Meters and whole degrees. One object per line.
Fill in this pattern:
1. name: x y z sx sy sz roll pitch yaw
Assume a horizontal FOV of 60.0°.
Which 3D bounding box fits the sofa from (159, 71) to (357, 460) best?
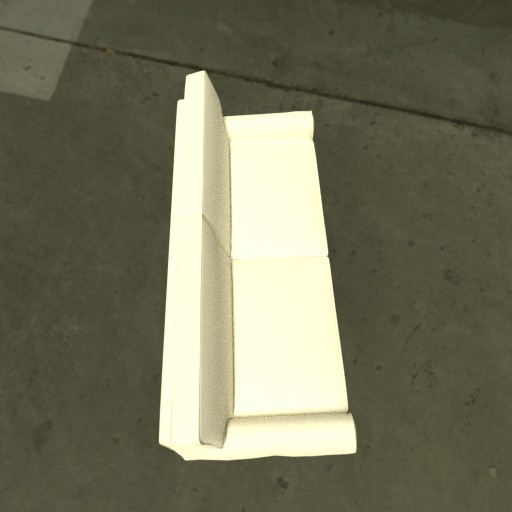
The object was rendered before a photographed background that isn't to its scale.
1. sofa: 0.000 0.000 2.430 0.862 0.937 2.021 -2 63 -1
